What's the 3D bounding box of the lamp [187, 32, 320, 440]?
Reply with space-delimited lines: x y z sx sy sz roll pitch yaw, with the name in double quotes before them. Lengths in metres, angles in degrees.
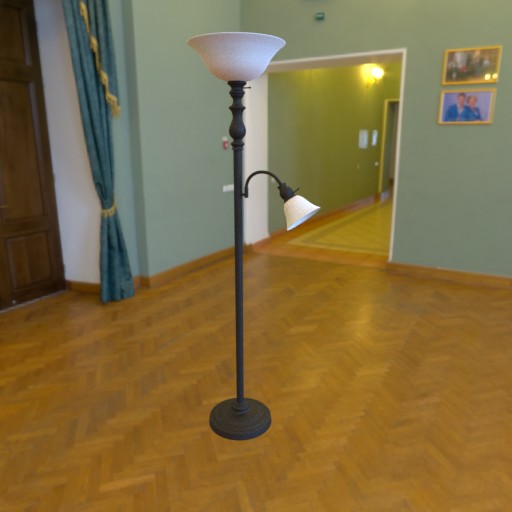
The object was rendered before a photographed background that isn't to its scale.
"lamp" 0.000 0.000 2.018 0.588 1.793 0.405 8 17 27
